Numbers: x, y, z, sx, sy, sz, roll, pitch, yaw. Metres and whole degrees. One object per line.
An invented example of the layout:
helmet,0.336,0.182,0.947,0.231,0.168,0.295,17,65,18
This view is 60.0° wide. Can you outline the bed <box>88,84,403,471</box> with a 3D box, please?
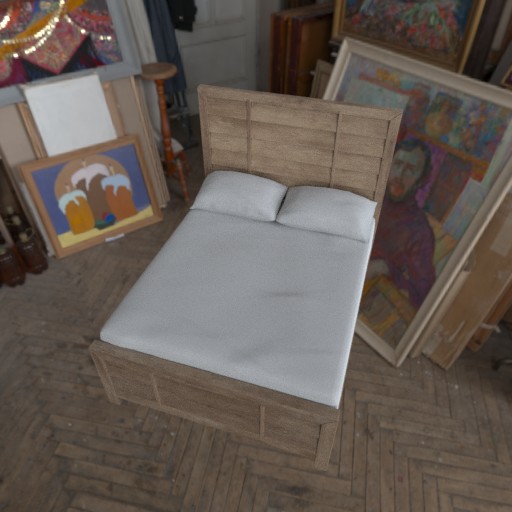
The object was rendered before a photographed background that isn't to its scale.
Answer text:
bed,0.000,0.000,3.255,1.615,1.631,2.017,12,43,14
